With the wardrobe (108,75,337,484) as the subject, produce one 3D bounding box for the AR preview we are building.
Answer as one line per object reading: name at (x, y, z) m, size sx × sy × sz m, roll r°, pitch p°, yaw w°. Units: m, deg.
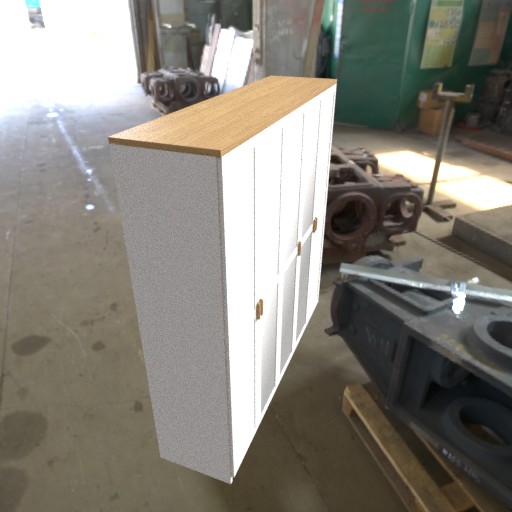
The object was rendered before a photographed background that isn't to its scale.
wardrobe at (0.000, 0.000, 3.354) m, size 0.590 × 2.260 × 2.160 m, roll 11°, pitch 31°, yaw 19°
